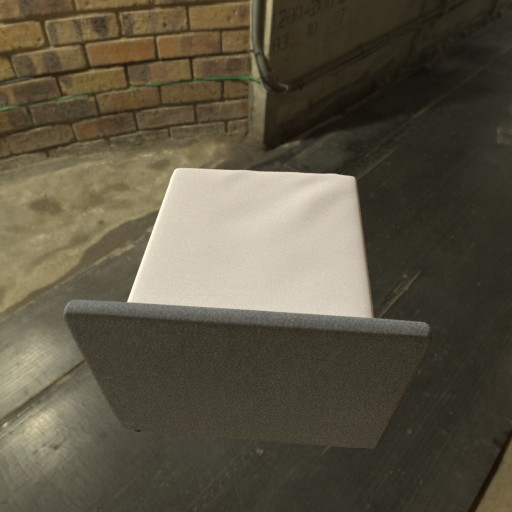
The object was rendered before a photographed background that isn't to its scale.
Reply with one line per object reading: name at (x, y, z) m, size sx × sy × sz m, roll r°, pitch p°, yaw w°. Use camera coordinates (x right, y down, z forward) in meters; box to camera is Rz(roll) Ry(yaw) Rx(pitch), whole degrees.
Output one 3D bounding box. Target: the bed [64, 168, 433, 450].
bed at (0.000, 0.000, 3.124) m, size 1.723 × 1.330 × 2.142 m, roll 3°, pitch 46°, yaw 3°
